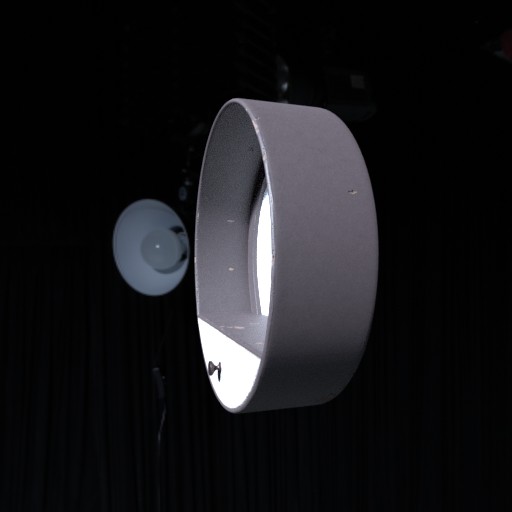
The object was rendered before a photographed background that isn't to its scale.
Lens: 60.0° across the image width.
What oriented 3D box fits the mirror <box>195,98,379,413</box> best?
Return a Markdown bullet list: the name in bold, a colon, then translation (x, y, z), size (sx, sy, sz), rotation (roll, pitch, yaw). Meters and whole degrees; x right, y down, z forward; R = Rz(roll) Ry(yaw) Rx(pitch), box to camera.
- **mirror**: translation (0.000, 0.000, 0.586), size (0.126, 0.386, 0.386), rotation (0, -1, -18)
